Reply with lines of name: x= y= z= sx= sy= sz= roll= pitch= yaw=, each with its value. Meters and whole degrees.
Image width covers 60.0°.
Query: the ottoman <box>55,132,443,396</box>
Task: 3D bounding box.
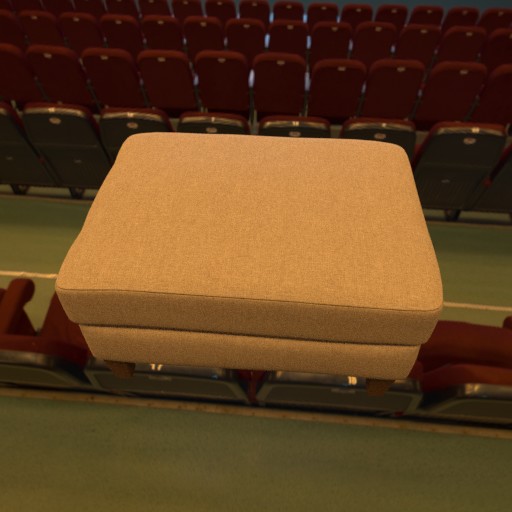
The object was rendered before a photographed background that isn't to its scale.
ottoman: x=0.000 y=0.000 z=1.345 sx=0.898 sy=0.519 sz=0.677 roll=3 pitch=47 yaw=3
